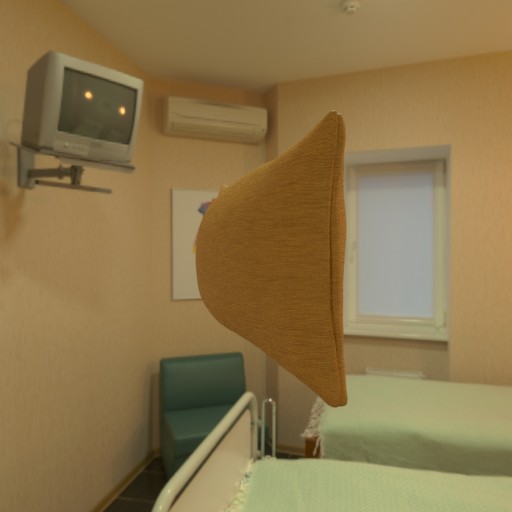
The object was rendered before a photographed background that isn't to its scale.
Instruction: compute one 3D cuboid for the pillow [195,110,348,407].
[{"bbox_3d":[0.000,0.000,0.812,0.210,0.354,0.634,0,0,-17],"label":"pillow"}]
